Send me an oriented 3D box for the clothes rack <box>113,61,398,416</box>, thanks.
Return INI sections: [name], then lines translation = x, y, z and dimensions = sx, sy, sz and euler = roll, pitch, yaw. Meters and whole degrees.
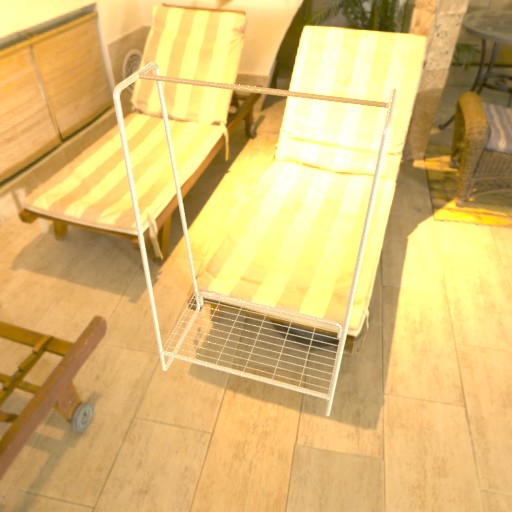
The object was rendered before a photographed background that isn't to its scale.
[clothes rack]
translation = 0.000, 0.000, 1.961
dimensions = 0.900, 1.500, 0.495
euler = 12, 43, 13
